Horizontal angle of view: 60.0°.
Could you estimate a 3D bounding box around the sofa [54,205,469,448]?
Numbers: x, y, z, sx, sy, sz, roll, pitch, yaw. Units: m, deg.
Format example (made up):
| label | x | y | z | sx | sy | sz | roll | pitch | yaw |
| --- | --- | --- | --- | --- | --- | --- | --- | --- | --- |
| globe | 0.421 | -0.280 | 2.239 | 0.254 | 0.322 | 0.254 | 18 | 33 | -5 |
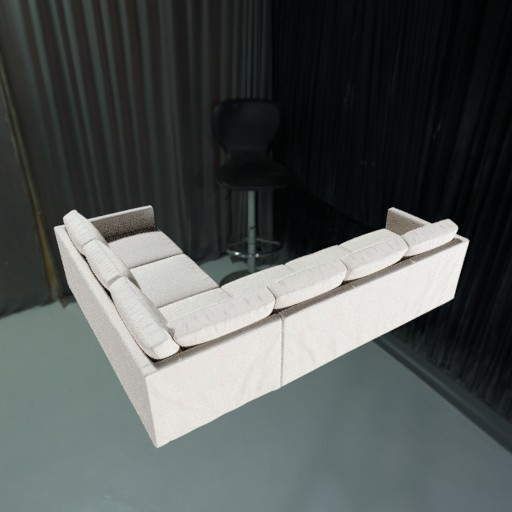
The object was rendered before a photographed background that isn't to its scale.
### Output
| label | x | y | z | sx | sy | sz | roll | pitch | yaw |
| --- | --- | --- | --- | --- | --- | --- | --- | --- | --- |
| sofa | 0.000 | 0.000 | 4.361 | 3.182 | 0.871 | 2.432 | -18 | 34 | -29 |
